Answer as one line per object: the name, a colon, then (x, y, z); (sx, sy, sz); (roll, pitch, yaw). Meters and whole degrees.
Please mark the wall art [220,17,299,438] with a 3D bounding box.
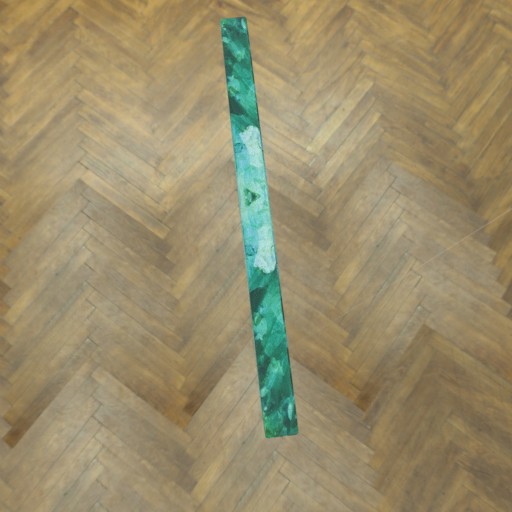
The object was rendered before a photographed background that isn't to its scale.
wall art: (0.000, 0.000, 0.750); (0.038, 0.508, 0.507); (-6, 76, -2)
